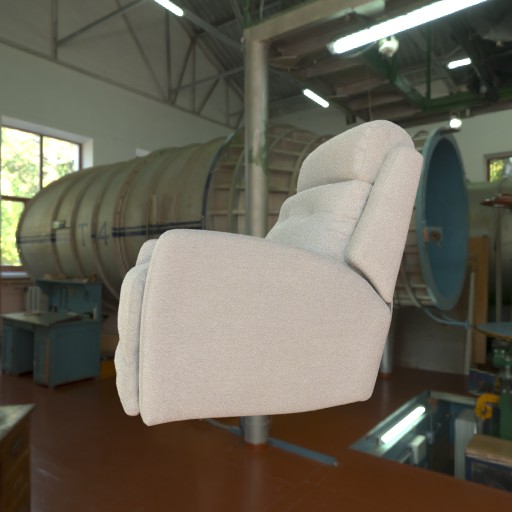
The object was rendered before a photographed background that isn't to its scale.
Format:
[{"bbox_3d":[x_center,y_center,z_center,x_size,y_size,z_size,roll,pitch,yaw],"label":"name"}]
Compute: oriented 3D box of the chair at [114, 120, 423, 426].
[{"bbox_3d":[0.000,0.000,1.727,1.043,1.013,0.798,0,-1,-18],"label":"chair"}]
